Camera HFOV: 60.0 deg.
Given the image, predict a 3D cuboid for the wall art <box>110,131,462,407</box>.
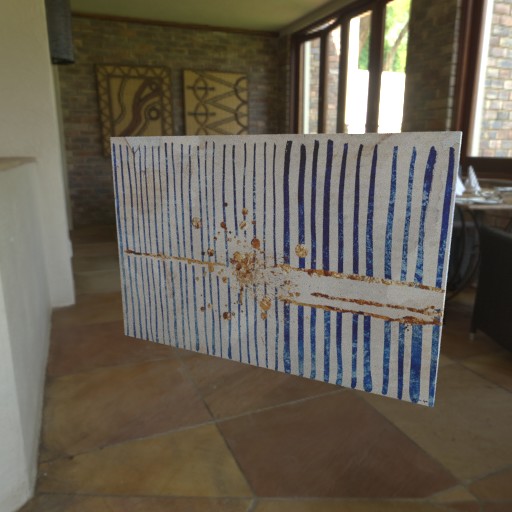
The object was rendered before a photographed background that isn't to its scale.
[{"bbox_3d":[0.000,0.000,1.437,1.143,0.757,0.038,7,15,26],"label":"wall art"}]
